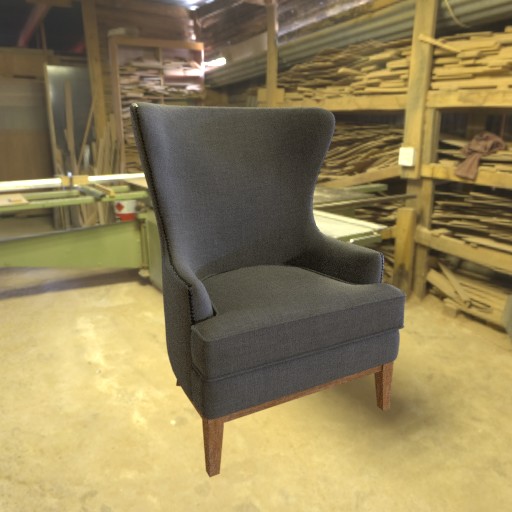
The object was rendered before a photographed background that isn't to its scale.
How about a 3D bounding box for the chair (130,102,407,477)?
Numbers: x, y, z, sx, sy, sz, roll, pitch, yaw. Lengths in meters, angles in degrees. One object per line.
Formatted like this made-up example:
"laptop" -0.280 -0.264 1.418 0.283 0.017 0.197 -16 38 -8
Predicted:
"chair" 0.000 0.000 1.790 0.864 1.176 0.883 -8 18 -27
